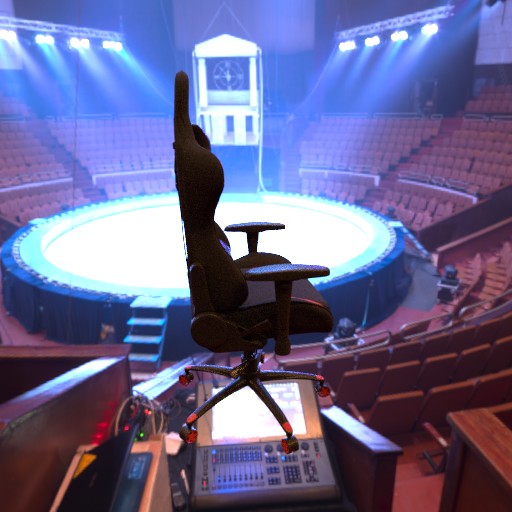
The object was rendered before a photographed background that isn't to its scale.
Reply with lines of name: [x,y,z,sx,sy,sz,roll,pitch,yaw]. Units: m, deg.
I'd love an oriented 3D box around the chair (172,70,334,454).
chair: [0.000,0.000,1.723,0.658,1.326,0.695,-3,18,-9]
